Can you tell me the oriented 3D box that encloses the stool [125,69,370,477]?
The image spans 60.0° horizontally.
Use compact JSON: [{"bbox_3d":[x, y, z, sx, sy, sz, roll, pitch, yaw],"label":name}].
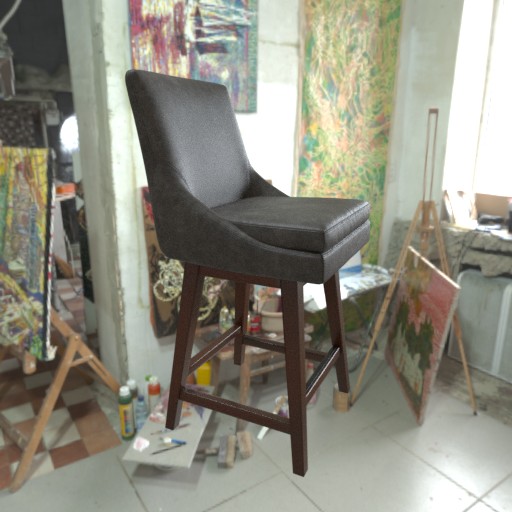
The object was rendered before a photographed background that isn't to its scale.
[{"bbox_3d":[0.000,0.000,1.353,0.587,1.046,0.492,8,18,25],"label":"stool"}]
